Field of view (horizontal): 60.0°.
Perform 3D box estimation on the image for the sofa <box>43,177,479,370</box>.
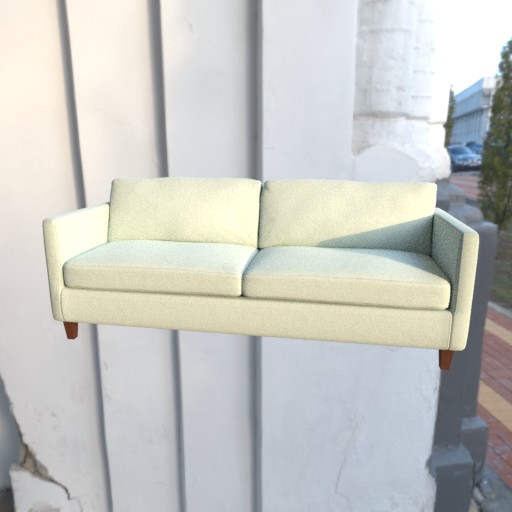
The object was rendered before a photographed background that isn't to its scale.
[{"bbox_3d":[0.000,0.000,2.883,2.434,0.965,0.948,3,14,10],"label":"sofa"}]
